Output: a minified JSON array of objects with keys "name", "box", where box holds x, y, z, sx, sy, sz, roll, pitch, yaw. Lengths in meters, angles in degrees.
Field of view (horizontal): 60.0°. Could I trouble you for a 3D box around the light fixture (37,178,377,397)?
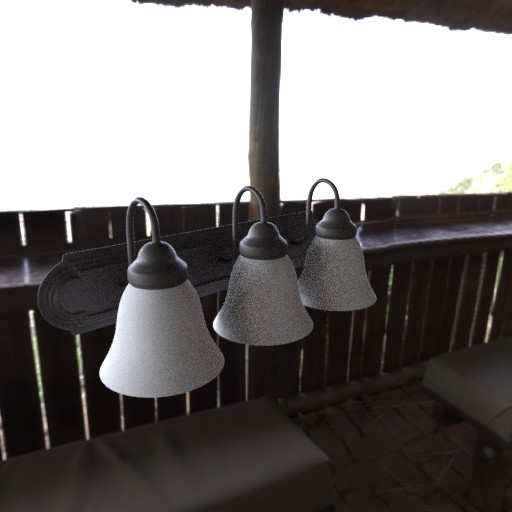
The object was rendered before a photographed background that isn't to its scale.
[{"name":"light fixture","box":[0.000,0.000,0.714,0.610,0.222,0.199,-14,21,-42]}]
